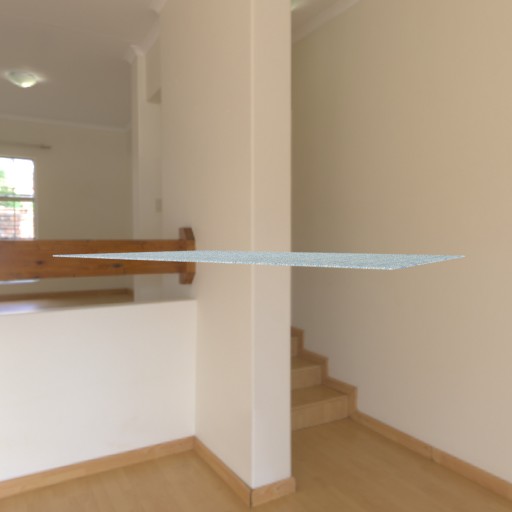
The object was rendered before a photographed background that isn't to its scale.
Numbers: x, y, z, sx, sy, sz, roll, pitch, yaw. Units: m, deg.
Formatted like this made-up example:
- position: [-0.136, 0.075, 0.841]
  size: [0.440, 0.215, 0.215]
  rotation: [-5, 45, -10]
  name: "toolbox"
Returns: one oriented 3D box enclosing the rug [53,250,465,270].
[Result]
- position: [0.000, 0.000, 2.251]
  size: [1.752, 0.006, 1.142]
  rotation: [2, 3, 35]
  name: "rug"
